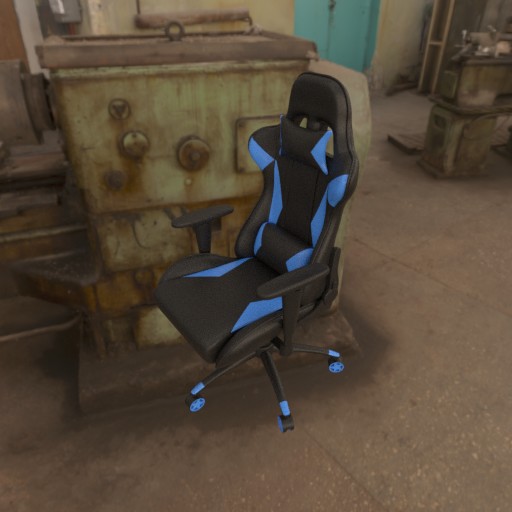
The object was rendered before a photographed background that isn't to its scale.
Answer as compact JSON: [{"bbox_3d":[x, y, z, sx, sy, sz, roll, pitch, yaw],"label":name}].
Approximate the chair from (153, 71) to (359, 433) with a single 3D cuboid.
[{"bbox_3d":[0.000,0.000,1.725,0.730,1.282,0.695,-20,37,-30],"label":"chair"}]
